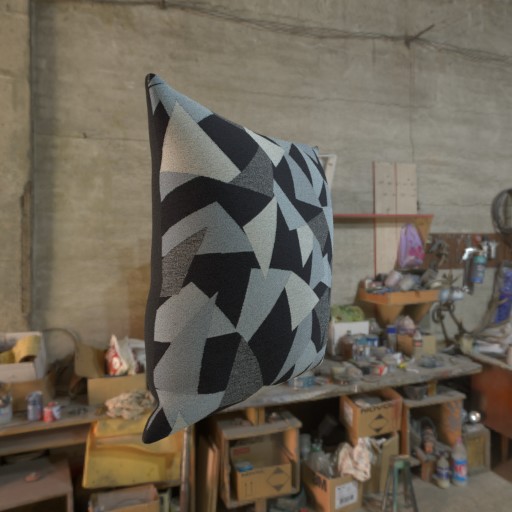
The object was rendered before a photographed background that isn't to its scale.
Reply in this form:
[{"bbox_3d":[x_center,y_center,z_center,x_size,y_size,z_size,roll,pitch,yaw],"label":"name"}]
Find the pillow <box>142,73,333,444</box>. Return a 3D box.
[{"bbox_3d":[0.000,0.000,0.783,0.208,0.496,0.503,1,1,35],"label":"pillow"}]
